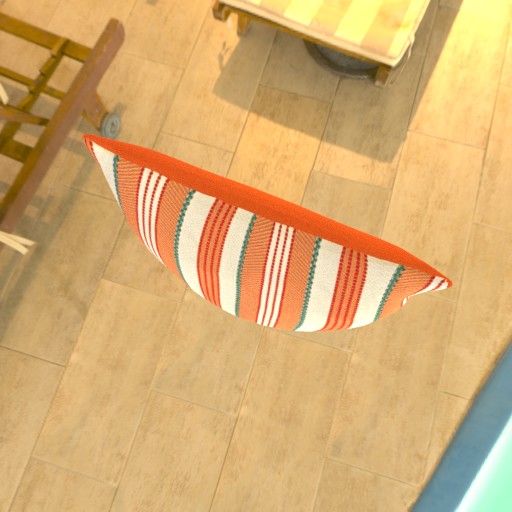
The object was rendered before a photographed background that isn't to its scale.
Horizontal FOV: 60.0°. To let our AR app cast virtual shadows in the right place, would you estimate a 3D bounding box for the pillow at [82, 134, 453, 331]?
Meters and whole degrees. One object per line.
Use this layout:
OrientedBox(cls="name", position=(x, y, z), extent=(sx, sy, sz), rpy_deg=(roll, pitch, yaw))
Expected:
OrientedBox(cls="pillow", position=(0.000, 0.000, 0.679), extent=(0.440, 0.441, 0.182), rpy_deg=(22, 77, 5))
